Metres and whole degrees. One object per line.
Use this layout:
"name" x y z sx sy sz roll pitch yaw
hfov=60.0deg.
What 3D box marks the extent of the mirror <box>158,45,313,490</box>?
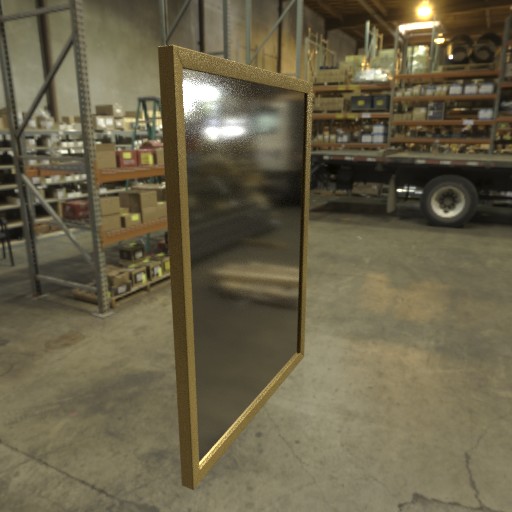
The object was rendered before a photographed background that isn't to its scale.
"mirror" 0.000 0.000 1.301 0.040 1.016 0.762 8 18 26
